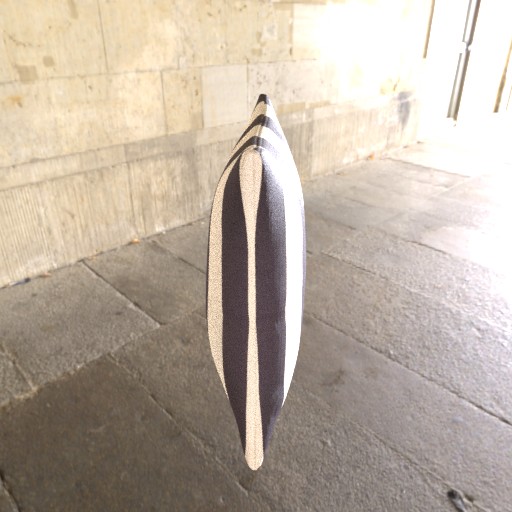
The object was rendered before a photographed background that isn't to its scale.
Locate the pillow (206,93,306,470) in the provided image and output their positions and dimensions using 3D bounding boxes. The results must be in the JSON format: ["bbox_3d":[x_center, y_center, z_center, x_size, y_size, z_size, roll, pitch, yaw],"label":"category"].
[{"bbox_3d":[0.000,0.000,0.847,0.189,0.526,0.536,1,27,1],"label":"pillow"}]
